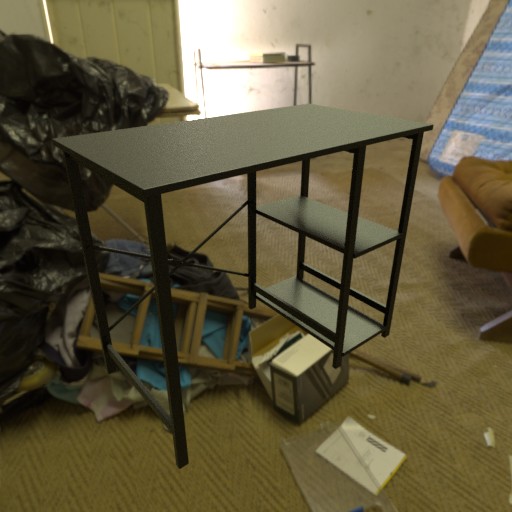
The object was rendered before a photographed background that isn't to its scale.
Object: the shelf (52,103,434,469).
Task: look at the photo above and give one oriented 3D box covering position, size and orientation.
[{"bbox_3d":[0.000,0.000,1.353,0.902,0.749,0.498,-20,34,-34],"label":"shelf"}]
